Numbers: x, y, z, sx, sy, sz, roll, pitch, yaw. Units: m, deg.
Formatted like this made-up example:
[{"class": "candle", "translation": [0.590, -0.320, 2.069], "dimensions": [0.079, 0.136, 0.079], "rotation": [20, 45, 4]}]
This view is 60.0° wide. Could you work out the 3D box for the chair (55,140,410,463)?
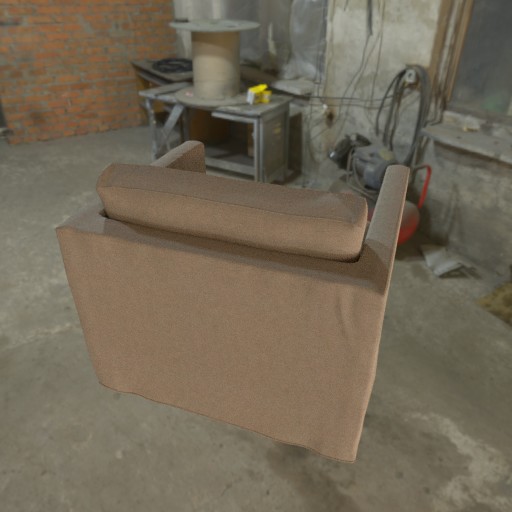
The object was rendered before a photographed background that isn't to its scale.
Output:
[{"class": "chair", "translation": [0.000, 0.000, 1.748], "dimensions": [1.057, 0.863, 0.949], "rotation": [11, 34, 17]}]
